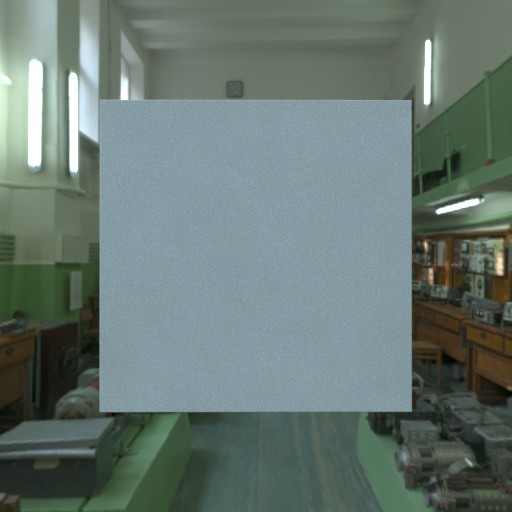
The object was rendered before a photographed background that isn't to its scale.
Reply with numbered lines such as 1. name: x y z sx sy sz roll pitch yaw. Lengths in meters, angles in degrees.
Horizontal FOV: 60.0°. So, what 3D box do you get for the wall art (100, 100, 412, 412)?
1. wall art: 0.000 0.000 0.451 0.305 0.305 0.038 0 0 0
